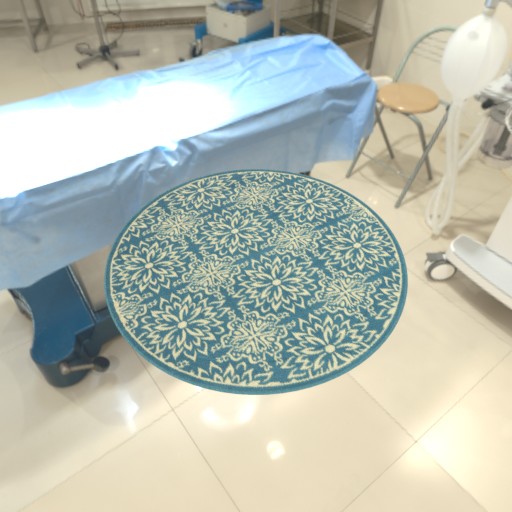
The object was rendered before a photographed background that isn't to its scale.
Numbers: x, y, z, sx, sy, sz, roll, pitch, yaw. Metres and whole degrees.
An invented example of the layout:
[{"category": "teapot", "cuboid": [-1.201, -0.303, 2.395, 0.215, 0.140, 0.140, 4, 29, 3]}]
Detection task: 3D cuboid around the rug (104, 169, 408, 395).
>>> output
[{"category": "rug", "cuboid": [0.000, 0.000, 2.388, 1.593, 0.012, 1.593, 0, 46, 0]}]
